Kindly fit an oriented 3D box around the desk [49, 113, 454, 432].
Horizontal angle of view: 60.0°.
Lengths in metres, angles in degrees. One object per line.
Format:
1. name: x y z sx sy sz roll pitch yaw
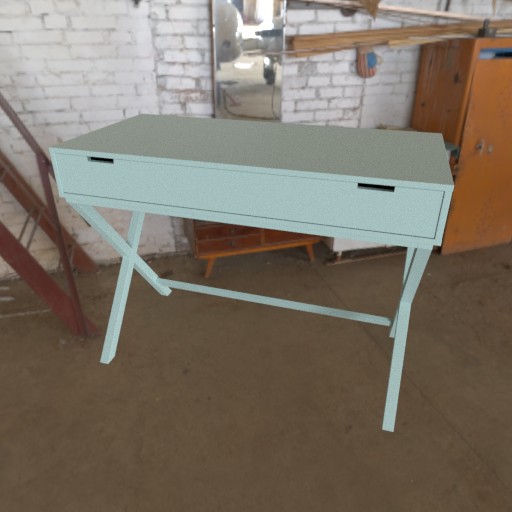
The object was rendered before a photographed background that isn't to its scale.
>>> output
1. desk: 0.000 0.000 1.496 1.059 0.780 0.509 9 30 15
